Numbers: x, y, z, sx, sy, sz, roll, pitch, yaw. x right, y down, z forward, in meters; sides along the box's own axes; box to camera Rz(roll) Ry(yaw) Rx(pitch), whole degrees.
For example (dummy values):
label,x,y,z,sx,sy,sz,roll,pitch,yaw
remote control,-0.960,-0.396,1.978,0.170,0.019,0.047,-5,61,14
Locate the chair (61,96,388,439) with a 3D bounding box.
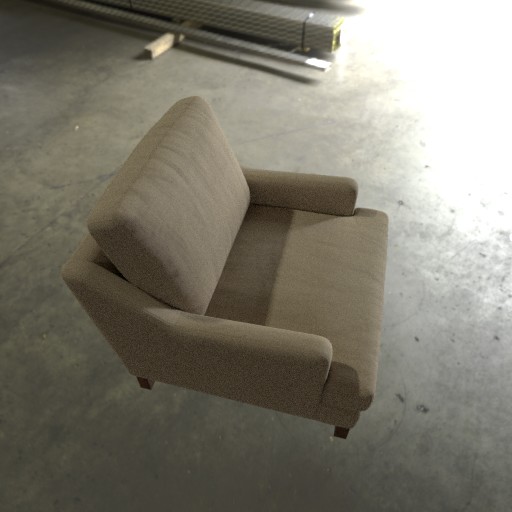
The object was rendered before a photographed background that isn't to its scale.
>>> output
label,x,y,z,sx,sy,sz,roll,pitch,yaw
chair,0.000,0.000,1.708,1.001,0.916,0.912,11,48,10
